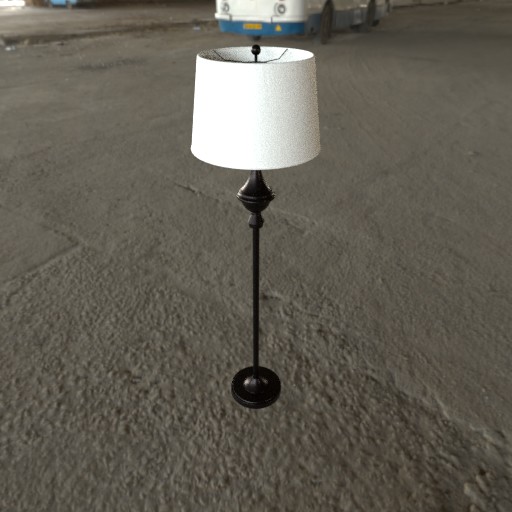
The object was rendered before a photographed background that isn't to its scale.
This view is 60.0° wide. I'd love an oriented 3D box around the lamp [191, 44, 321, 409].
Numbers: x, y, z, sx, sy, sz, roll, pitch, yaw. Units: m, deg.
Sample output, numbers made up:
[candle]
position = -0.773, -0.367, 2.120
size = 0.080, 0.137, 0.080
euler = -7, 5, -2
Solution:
[lamp]
position = 0.000, 0.000, 1.712
size = 0.431, 1.484, 0.431
euler = 0, 32, 0
